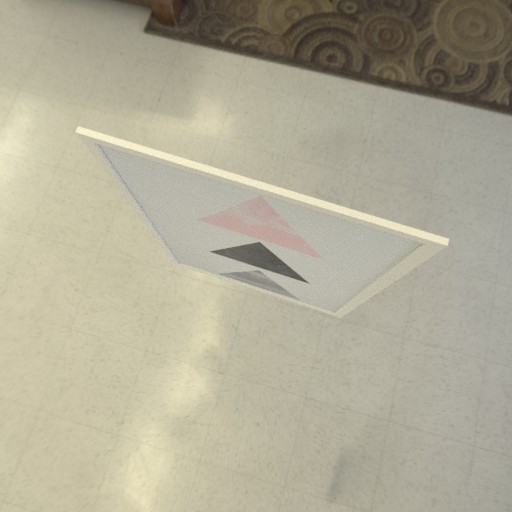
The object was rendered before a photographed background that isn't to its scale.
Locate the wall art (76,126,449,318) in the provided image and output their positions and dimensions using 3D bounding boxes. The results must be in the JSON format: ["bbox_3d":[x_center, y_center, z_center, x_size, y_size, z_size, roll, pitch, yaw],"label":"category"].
[{"bbox_3d":[0.000,0.000,1.200,0.659,0.940,0.013,18,76,5],"label":"wall art"}]
